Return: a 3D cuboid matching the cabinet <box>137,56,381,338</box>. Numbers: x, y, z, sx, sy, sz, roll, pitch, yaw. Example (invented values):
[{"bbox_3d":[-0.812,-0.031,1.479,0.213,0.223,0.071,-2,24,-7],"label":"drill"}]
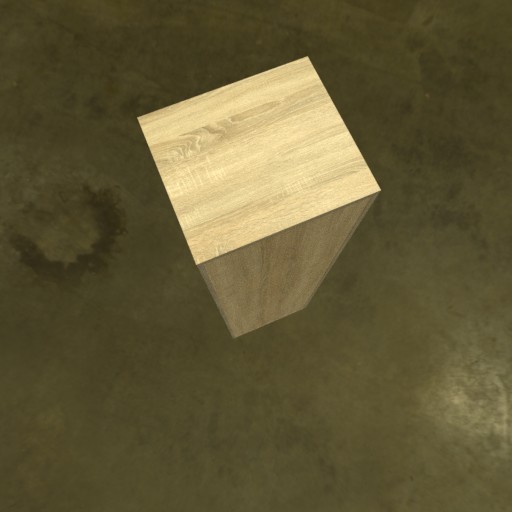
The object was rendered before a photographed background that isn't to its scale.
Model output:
[{"bbox_3d":[0.000,0.000,2.116,0.510,1.960,0.450,-22,75,-6],"label":"cabinet"}]
